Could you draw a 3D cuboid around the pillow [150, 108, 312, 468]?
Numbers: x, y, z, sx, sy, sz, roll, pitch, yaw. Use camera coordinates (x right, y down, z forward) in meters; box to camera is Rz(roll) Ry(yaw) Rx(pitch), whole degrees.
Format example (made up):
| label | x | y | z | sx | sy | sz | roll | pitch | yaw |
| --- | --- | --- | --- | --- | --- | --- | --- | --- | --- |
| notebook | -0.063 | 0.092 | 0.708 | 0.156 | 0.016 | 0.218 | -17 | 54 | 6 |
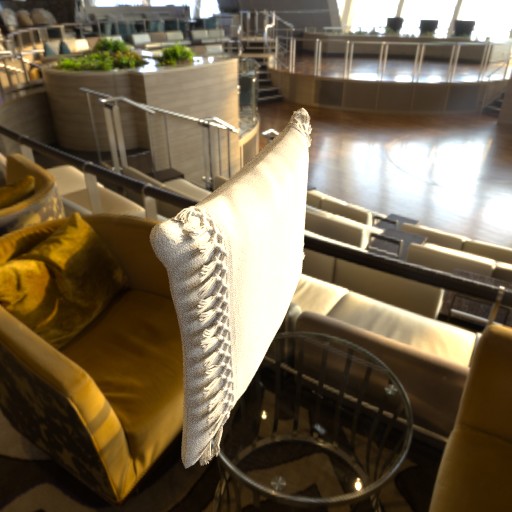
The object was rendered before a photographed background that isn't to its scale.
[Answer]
| label | x | y | z | sx | sy | sz | roll | pitch | yaw |
| --- | --- | --- | --- | --- | --- | --- | --- | --- | --- |
| pillow | 0.000 | 0.000 | 0.605 | 0.084 | 0.305 | 0.466 | 10 | 32 | 17 |
